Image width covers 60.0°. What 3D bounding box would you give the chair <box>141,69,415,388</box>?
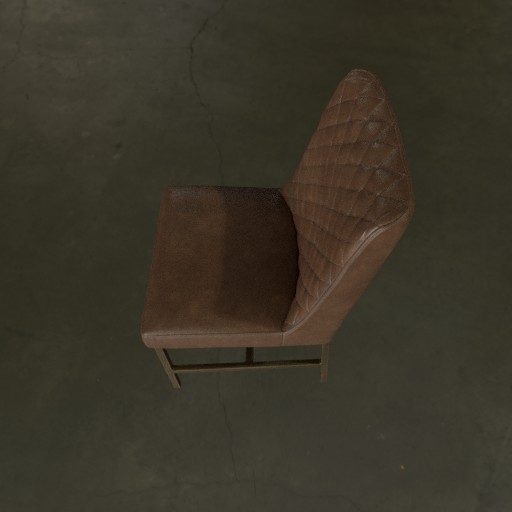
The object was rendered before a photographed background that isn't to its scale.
[{"bbox_3d":[0.000,0.000,1.244,0.587,0.889,0.508,0,57,0],"label":"chair"}]
